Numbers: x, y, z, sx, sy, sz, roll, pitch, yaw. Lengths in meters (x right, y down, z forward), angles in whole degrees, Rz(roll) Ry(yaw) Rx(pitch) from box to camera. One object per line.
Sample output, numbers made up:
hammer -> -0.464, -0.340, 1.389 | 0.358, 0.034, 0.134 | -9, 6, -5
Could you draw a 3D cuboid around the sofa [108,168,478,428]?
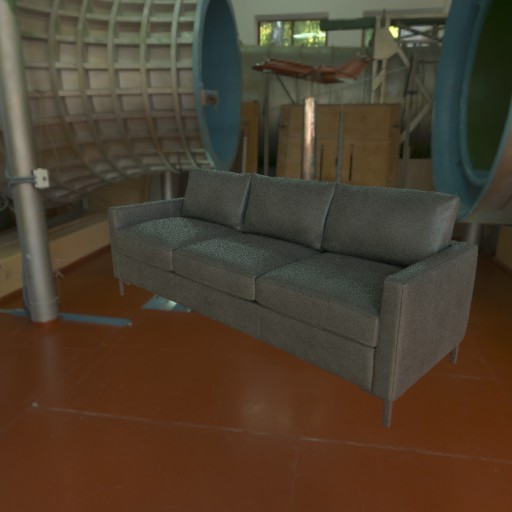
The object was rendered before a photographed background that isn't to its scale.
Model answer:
sofa -> 0.000, 0.000, 2.394 | 2.029, 0.805, 0.748 | 15, 22, 42
